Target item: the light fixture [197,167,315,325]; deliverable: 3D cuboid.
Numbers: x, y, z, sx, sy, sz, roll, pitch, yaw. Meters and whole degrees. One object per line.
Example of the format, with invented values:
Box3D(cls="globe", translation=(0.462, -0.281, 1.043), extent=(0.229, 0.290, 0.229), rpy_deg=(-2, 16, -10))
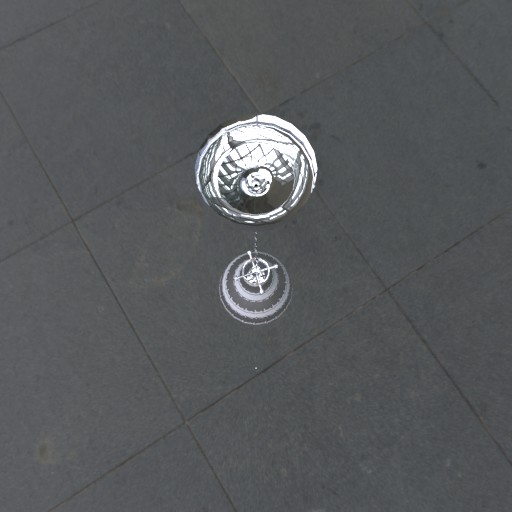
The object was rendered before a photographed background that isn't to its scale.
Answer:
Box3D(cls="light fixture", translation=(0.000, 0.000, 1.608), extent=(0.374, 1.457, 0.374), rpy_deg=(-17, 76, -4))
